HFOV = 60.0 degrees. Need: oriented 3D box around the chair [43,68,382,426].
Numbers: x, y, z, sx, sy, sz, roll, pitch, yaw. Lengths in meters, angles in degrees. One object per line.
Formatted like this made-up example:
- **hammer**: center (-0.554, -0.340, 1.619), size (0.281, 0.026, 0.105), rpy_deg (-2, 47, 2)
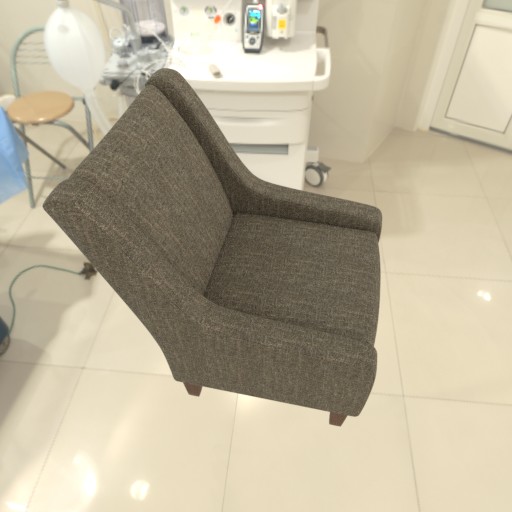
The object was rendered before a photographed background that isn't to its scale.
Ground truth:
- **chair**: center (0.000, 0.000, 1.650), size (0.944, 1.012, 0.793), rpy_deg (9, 47, 8)
